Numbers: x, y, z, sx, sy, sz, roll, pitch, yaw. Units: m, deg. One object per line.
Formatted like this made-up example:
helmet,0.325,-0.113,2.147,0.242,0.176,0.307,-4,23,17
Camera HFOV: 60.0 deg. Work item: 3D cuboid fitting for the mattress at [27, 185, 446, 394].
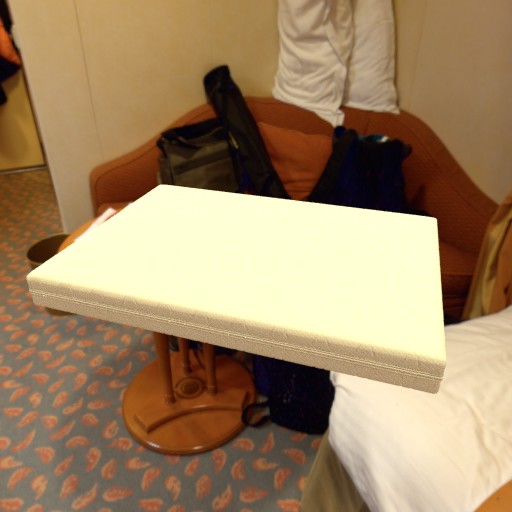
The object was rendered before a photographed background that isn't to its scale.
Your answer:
mattress,0.000,0.000,2.576,2.000,0.200,1.400,9,31,16
